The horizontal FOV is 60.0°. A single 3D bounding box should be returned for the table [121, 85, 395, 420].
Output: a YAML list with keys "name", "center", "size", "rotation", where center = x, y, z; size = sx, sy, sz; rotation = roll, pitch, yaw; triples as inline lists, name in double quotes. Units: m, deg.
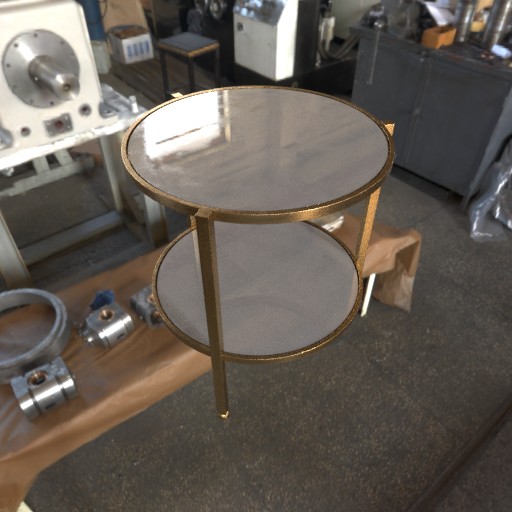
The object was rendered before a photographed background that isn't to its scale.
- name: "table"
  center: [0.000, 0.000, 0.469]
  size: [0.231, 0.269, 0.243]
  rotation: [12, 43, 13]
